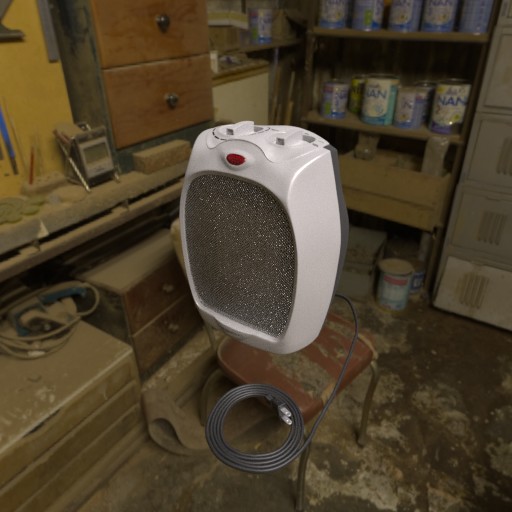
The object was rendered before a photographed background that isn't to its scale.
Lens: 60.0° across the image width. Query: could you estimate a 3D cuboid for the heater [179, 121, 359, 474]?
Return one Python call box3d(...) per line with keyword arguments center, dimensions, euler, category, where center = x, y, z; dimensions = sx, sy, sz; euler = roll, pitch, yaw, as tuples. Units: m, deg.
box3d(center=(0.000, 0.000, 0.464), dimensions=(0.239, 0.240, 0.291), euler=(19, 35, 30), category="heater")
